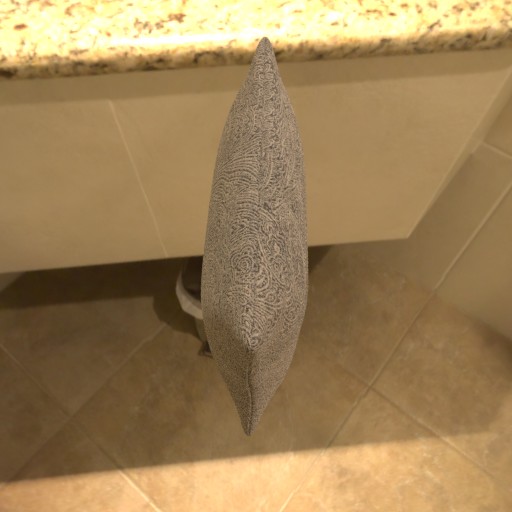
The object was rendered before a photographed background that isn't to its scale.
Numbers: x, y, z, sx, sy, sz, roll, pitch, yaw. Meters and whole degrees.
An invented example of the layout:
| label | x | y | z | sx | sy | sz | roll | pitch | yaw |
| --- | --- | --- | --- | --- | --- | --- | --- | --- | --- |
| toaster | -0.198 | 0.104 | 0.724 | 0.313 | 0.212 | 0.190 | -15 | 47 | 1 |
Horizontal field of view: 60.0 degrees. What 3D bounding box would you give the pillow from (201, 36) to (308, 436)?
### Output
| label | x | y | z | sx | sy | sz | roll | pitch | yaw |
| --- | --- | --- | --- | --- | --- | --- | --- | --- | --- |
| pillow | 0.000 | 0.000 | 0.784 | 0.166 | 0.510 | 0.523 | 2 | 59 | 1 |
